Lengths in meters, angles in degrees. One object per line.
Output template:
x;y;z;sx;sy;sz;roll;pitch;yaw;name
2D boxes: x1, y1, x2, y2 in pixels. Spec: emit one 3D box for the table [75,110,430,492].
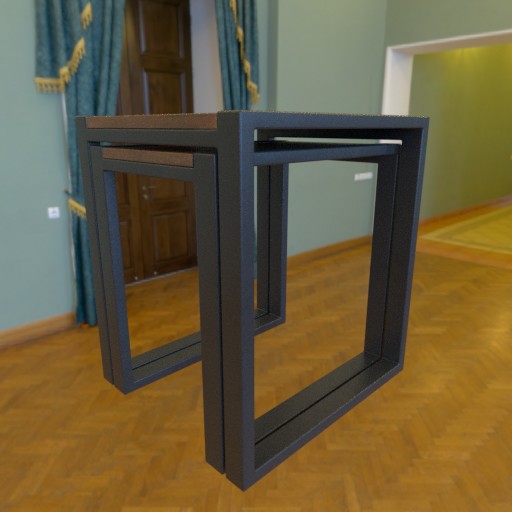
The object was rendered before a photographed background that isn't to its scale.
0.000;0.000;0.913;0.500;0.550;0.449;-16;22;-43;table
